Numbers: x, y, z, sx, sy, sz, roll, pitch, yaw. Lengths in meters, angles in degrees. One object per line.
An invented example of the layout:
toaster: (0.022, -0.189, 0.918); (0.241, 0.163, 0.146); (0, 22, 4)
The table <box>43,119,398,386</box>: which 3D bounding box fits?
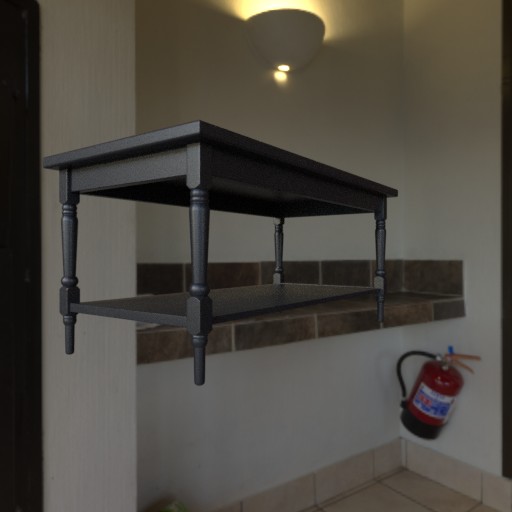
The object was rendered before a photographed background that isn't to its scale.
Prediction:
table: (0.000, 0.000, 1.424); (0.550, 0.510, 1.107); (0, 0, 36)
